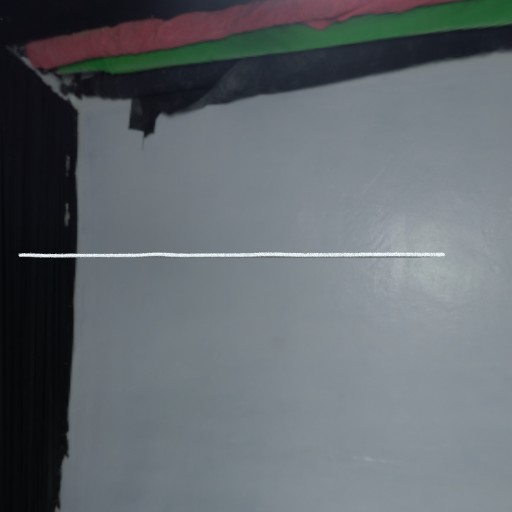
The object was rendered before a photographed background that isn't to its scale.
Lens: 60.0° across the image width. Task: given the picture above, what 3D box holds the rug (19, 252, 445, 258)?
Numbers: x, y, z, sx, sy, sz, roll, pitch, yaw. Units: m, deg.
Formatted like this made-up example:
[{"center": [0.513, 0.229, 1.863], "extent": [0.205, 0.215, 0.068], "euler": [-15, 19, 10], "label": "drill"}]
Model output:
[{"center": [0.000, 0.000, 0.886], "extent": [0.639, 0.006, 0.548], "euler": [0, 0, 17], "label": "rug"}]
